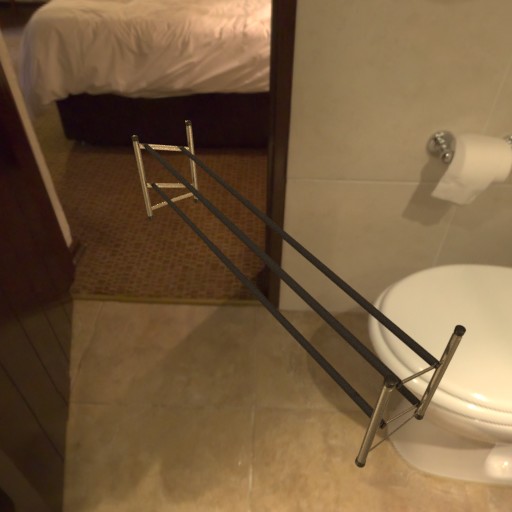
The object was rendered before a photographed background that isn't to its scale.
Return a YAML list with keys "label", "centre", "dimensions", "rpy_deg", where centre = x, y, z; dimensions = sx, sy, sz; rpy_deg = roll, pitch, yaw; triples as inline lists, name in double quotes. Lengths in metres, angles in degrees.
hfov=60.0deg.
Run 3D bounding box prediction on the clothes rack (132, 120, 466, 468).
- label: "clothes rack"
  centre: [0.000, 0.000, 1.311]
  dimensions: [0.229, 0.349, 1.168]
  rpy_deg: [-25, 48, -25]
